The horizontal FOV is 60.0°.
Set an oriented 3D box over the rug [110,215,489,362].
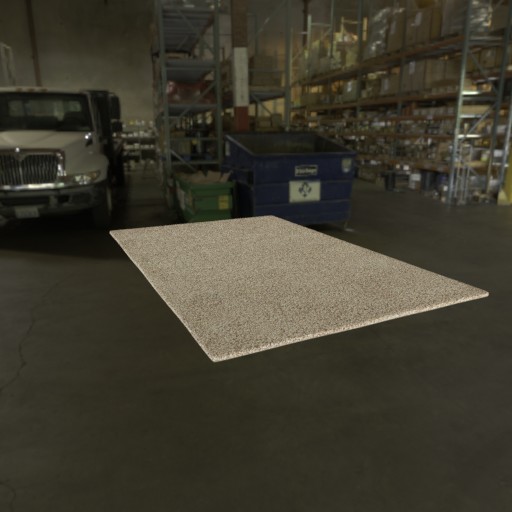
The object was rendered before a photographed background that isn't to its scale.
[{"bbox_3d":[0.000,0.000,3.457,1.778,0.030,2.743,-8,18,-25],"label":"rug"}]
